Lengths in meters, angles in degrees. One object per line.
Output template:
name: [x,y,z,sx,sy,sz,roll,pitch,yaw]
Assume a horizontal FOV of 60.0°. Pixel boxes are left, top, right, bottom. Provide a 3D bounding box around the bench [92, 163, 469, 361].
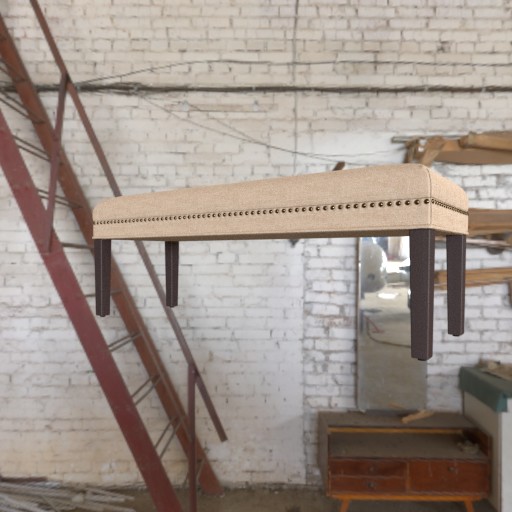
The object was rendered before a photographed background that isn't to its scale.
bench: [0.000,0.000,1.466,1.219,0.457,0.410,0,0,36]
